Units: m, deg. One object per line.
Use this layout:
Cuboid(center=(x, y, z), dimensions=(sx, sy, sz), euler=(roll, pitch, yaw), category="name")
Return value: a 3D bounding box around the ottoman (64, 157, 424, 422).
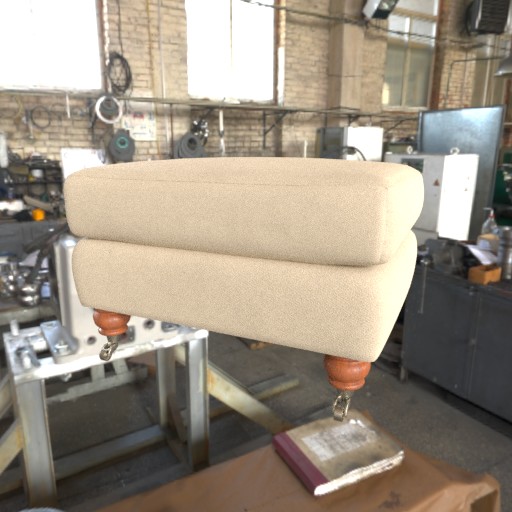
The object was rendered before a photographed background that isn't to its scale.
Cuboid(center=(0.000, 0.000, 1.161), dimensions=(0.773, 0.504, 0.569), euler=(6, 15, 24), category="ottoman")
